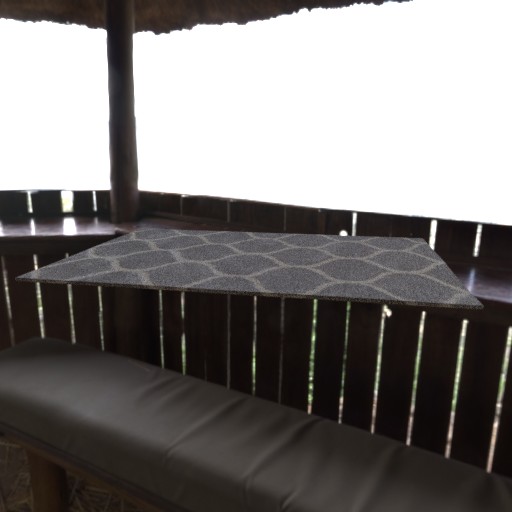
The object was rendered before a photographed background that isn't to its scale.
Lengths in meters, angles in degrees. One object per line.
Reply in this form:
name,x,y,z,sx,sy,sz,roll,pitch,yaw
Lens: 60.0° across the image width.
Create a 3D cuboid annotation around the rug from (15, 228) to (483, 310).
rug,0.000,0.000,3.347,2.701,0.026,1.801,3,14,11
